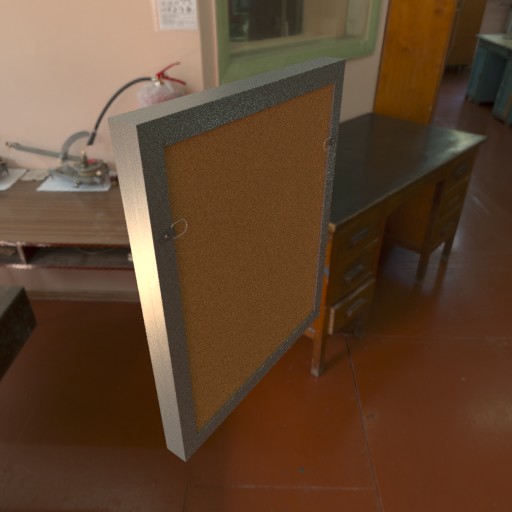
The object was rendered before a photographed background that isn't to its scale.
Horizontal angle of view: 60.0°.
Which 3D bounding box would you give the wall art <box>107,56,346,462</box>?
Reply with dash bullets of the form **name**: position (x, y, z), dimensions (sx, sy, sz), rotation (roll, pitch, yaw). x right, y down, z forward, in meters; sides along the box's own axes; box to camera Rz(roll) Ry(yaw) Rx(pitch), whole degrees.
- **wall art**: position (0.000, 0.000, 0.506), dimensions (0.030, 0.379, 0.308), rotation (21, 39, 29)
